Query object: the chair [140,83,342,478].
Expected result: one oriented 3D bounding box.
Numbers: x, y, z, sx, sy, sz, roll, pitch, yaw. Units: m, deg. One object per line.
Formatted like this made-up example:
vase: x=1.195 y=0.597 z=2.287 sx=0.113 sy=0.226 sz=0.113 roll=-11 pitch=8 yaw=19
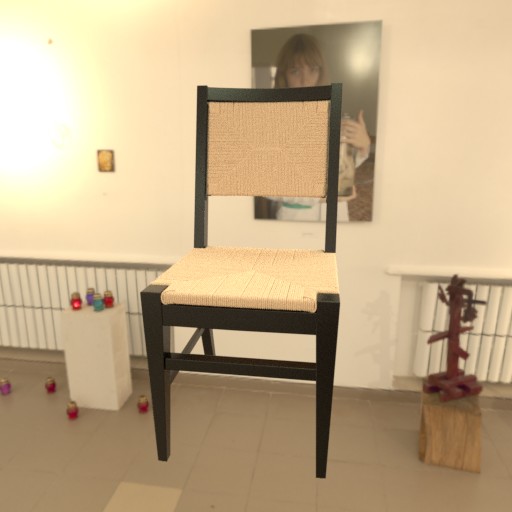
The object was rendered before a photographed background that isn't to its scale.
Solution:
chair: x=0.000 y=0.000 z=1.196 sx=0.437 sy=0.927 sz=0.552 roll=2 pitch=15 yaw=8
